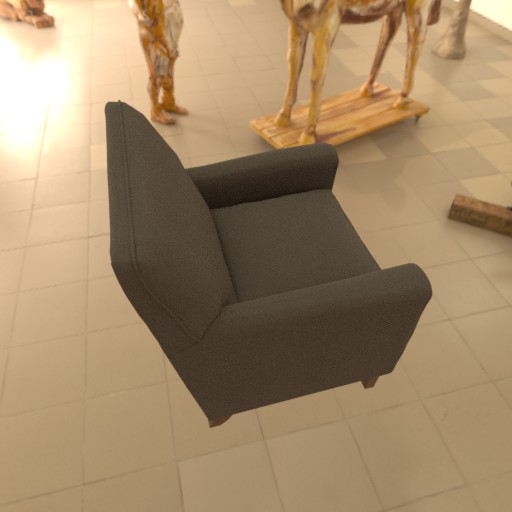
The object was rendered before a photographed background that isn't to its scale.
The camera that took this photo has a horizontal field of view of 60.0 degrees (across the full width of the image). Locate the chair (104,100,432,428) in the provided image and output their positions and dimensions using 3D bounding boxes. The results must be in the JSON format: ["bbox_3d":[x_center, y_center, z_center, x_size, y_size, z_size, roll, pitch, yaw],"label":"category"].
[{"bbox_3d":[0.000,0.000,1.574,0.831,0.911,0.836,-10,46,-10],"label":"chair"}]
